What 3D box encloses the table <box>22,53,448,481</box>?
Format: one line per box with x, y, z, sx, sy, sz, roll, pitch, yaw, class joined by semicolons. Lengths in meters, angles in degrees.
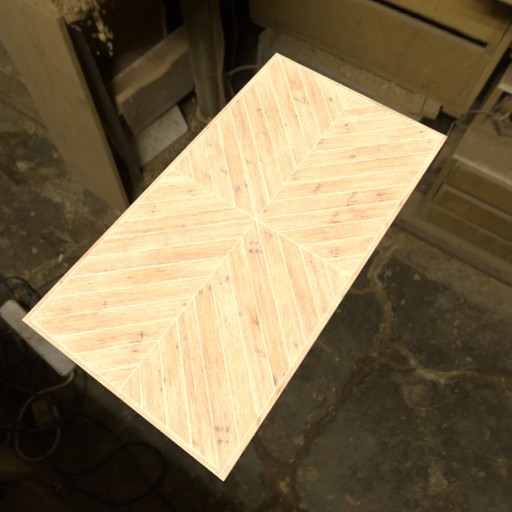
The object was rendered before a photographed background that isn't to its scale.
0.000;0.000;2.285;0.991;0.762;1.803;32;69;14;table
